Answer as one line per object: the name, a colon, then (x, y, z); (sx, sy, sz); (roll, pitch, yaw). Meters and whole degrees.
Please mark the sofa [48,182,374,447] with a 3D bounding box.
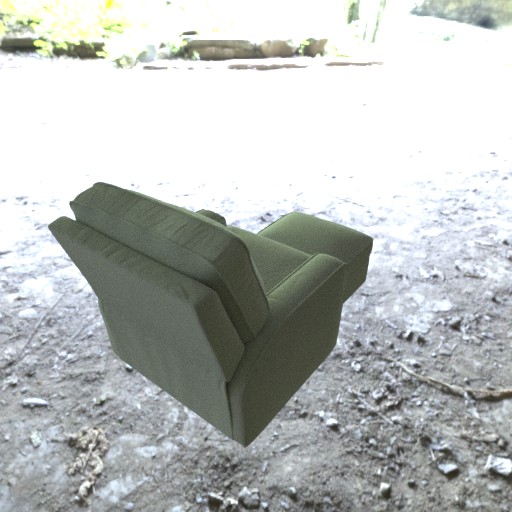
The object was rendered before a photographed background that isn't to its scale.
sofa: (0.000, 0.000, 2.059); (0.861, 0.959, 1.472); (23, 39, 31)
